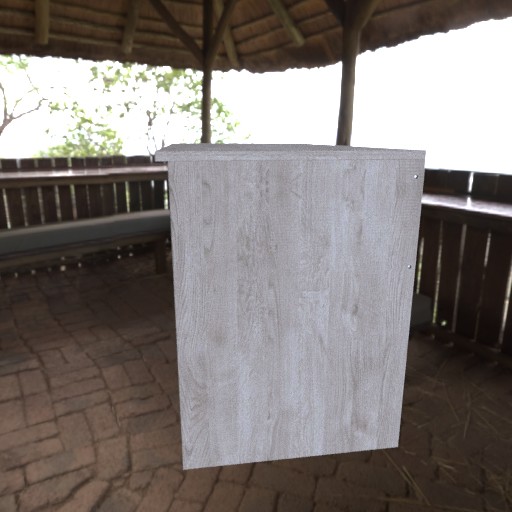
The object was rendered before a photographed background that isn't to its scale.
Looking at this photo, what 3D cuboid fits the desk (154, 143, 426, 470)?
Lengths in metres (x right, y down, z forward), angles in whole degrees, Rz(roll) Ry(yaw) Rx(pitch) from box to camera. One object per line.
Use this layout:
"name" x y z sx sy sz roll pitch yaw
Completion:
"desk" 0.000 0.000 1.510 0.560 0.730 1.100 -2 15 -8
